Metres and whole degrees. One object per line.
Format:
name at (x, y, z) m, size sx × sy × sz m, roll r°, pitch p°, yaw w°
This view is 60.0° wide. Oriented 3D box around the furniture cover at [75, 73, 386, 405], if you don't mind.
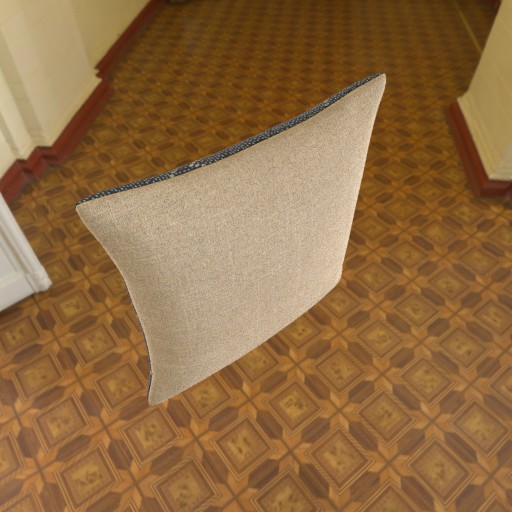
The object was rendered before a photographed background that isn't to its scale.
furniture cover at (0.000, 0.000, 0.765) m, size 0.511 × 0.503 × 0.162 m, roll -30°, pitch 54°, yaw -25°
